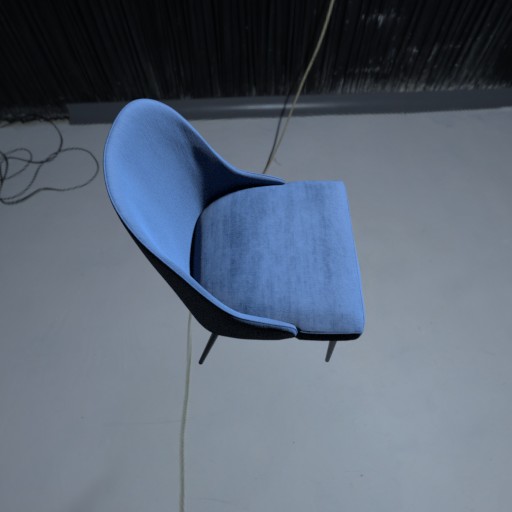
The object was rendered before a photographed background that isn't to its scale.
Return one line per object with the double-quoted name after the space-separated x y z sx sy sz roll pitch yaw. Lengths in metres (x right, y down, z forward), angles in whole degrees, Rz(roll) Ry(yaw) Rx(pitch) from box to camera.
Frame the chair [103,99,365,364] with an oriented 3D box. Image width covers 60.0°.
0.000 0.000 1.215 0.559 0.896 0.478 -1 63 -1 "chair"
